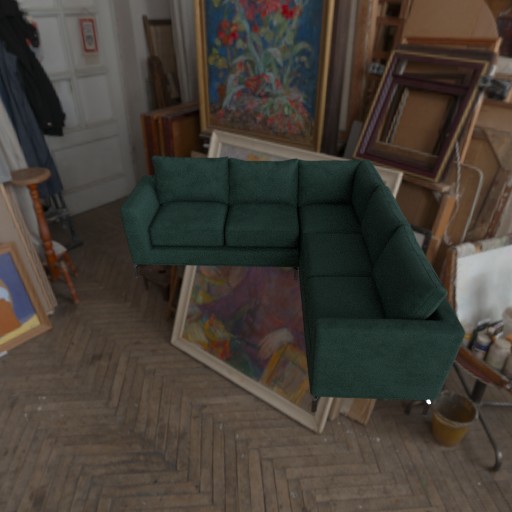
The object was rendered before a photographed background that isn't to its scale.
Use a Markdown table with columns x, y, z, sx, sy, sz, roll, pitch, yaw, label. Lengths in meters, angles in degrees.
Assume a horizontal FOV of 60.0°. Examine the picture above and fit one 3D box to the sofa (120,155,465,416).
| x | y | z | sx | sy | sz | roll | pitch | yaw | label |
| --- | --- | --- | --- | --- | --- | --- | --- | --- | --- |
| 0.000 | 0.000 | 3.705 | 2.468 | 1.004 | 2.452 | 1 | 31 | 2 | sofa |
